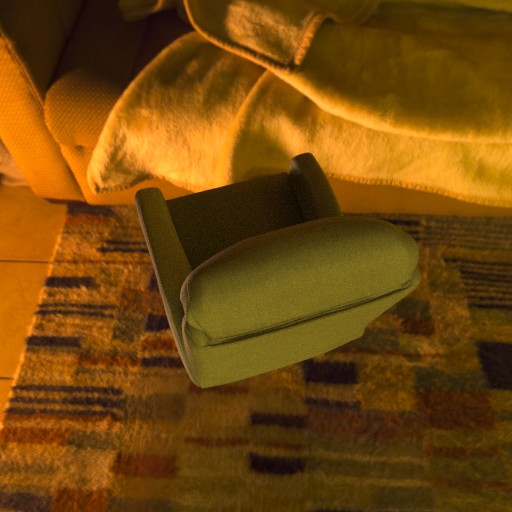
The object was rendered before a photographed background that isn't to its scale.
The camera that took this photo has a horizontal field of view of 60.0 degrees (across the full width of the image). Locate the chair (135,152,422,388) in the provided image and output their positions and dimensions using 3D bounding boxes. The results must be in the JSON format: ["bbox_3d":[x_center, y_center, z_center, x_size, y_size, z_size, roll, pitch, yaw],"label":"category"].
[{"bbox_3d":[0.000,0.000,1.663,0.794,1.016,0.940,-15,58,-10],"label":"chair"}]
